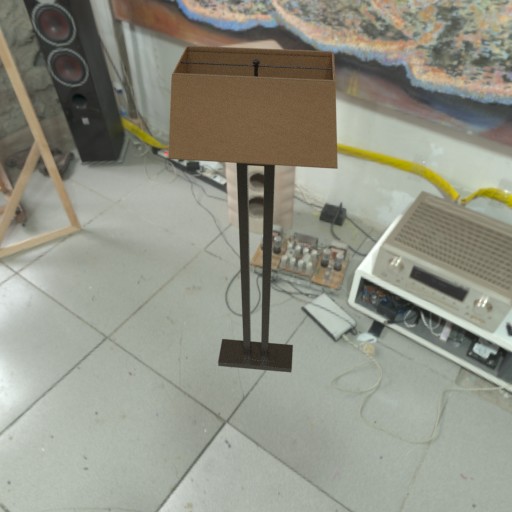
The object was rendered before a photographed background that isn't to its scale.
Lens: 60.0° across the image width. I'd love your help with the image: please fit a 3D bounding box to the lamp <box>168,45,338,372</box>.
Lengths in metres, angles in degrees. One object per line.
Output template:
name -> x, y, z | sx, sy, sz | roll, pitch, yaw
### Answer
lamp -> 0.000, 0.000, 1.677 | 0.475, 1.469, 0.233 | 4, 47, 4
